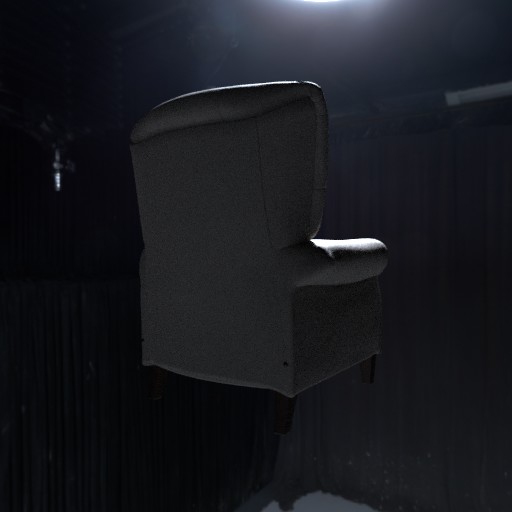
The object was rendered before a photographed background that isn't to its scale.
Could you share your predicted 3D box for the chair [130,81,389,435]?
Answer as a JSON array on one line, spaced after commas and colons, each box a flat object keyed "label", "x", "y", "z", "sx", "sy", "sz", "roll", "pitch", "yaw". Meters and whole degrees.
[{"label": "chair", "x": 0.000, "y": 0.000, "z": 1.950, "sx": 0.942, "sy": 1.209, "sz": 1.025, "roll": 0, "pitch": 0, "yaw": 36}]
